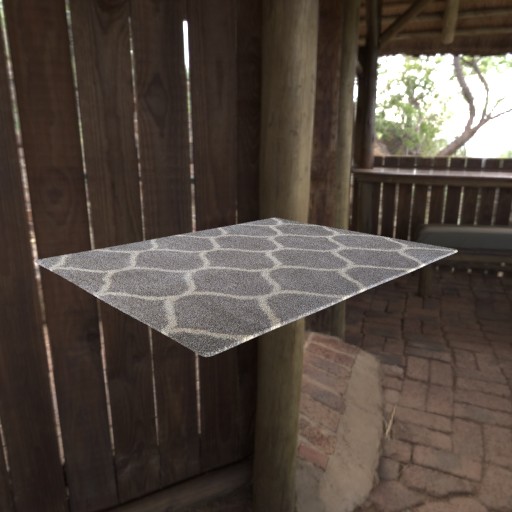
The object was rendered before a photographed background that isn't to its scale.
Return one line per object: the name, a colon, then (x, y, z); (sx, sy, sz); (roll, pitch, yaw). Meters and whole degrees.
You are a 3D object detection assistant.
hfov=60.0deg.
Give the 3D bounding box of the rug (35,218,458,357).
rug: (0.000, 0.000, 3.990); (3.000, 0.026, 2.399); (-14, 21, -42)
